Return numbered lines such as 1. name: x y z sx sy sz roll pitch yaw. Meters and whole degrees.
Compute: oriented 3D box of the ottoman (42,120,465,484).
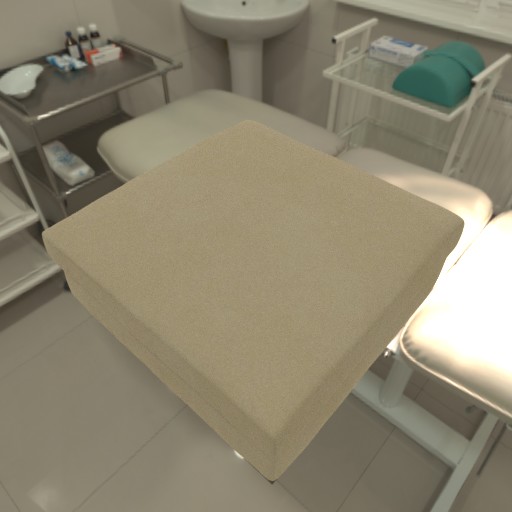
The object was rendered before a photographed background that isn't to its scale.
1. ottoman: 0.000 0.000 1.825 1.205 0.522 1.190 33 54 28
